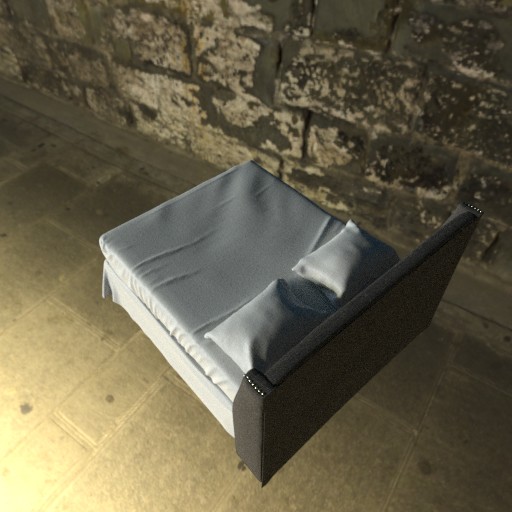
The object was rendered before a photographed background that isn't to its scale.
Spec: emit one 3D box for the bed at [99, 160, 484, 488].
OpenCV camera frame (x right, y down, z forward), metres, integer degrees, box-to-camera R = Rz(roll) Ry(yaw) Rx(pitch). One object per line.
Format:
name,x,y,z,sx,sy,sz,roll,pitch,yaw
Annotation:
bed,0.000,0.000,3.427,1.925,1.332,2.276,-33,55,-27
